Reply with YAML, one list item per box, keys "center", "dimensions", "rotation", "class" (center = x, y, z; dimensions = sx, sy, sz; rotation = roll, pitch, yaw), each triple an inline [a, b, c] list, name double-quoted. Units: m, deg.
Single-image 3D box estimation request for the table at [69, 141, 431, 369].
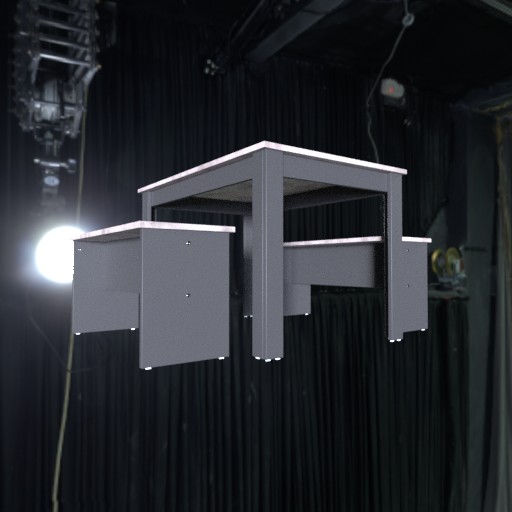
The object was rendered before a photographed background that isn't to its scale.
- center: [0.000, 0.000, 2.049]
  dimensions: [1.443, 0.700, 1.100]
  rotation: [1, -2, -35]
  class: "table"
